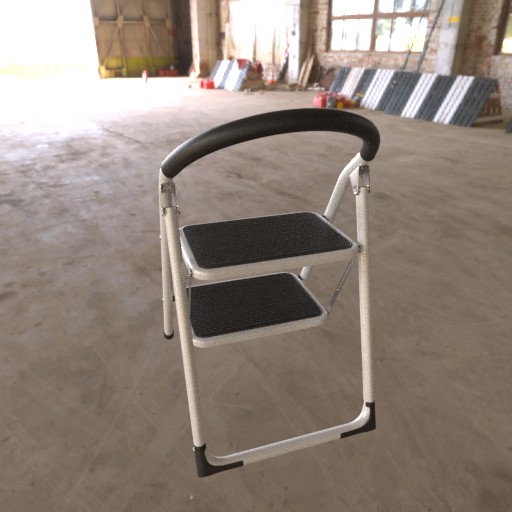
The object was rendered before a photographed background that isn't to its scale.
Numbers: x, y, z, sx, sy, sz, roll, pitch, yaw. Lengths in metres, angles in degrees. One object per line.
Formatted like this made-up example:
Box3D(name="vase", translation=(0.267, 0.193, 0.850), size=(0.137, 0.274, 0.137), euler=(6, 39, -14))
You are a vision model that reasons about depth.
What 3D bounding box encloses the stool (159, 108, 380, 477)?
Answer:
Box3D(name="stool", translation=(0.000, 0.000, 1.091), size=(0.453, 0.760, 0.559), euler=(-8, 27, -16))
